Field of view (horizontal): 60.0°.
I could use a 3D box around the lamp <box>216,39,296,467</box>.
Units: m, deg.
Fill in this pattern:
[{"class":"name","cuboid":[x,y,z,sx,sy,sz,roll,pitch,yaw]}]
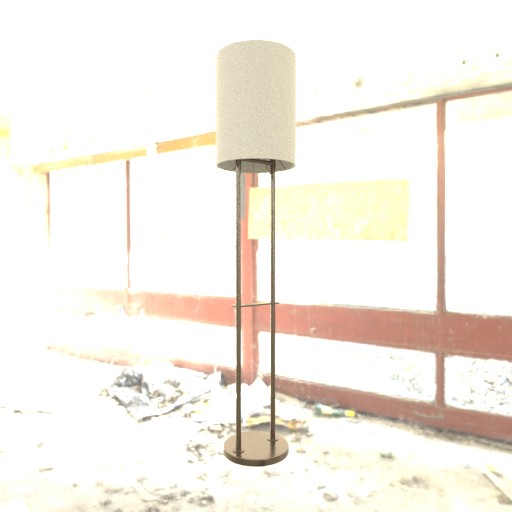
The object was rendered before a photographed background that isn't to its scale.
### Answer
[{"class":"lamp","cuboid":[0.000,0.000,1.694,0.306,1.500,0.305,-1,1,-38]}]
